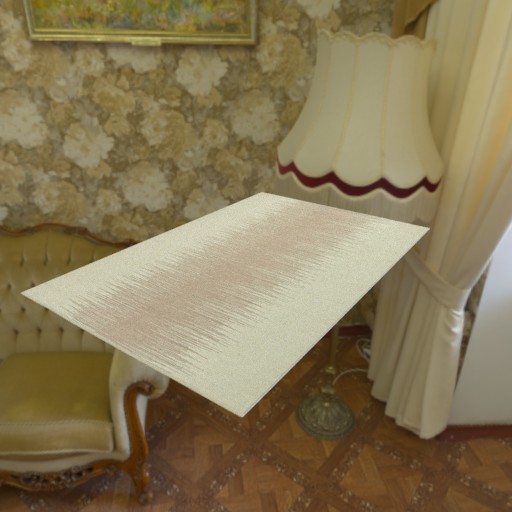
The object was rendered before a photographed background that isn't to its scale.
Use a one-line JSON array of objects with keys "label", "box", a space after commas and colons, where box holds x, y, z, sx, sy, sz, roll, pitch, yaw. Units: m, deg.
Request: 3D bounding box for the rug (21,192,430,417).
[{"label": "rug", "box": [0.000, 0.000, 2.302, 1.234, 0.006, 1.850, 17, 30, 32]}]
